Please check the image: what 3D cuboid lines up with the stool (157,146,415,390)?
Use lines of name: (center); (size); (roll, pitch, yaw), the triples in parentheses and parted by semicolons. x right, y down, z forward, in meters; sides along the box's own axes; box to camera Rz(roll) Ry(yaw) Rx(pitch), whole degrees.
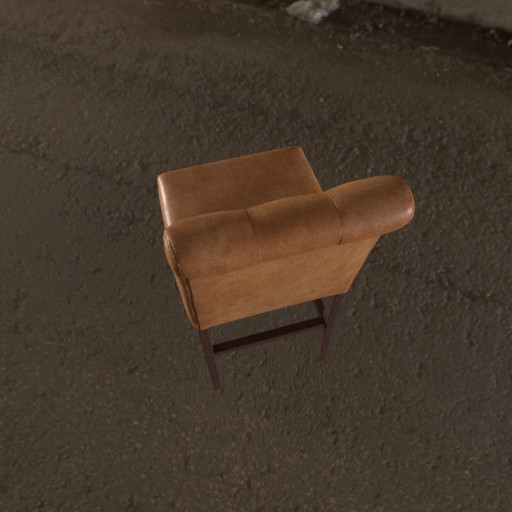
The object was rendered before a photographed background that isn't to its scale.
stool: (0.000, 0.000, 1.347); (0.493, 1.047, 0.601); (-13, 59, -8)
